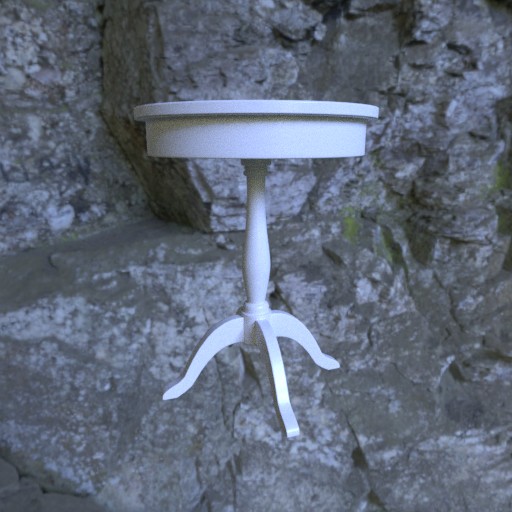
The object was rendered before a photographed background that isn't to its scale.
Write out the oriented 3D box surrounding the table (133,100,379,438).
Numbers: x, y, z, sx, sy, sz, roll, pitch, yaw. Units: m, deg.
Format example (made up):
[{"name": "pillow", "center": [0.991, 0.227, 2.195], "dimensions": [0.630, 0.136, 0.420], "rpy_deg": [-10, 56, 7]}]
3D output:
[{"name": "table", "center": [0.000, 0.000, 1.040], "dimensions": [0.513, 0.653, 0.513], "rpy_deg": [0, 15, 0]}]
